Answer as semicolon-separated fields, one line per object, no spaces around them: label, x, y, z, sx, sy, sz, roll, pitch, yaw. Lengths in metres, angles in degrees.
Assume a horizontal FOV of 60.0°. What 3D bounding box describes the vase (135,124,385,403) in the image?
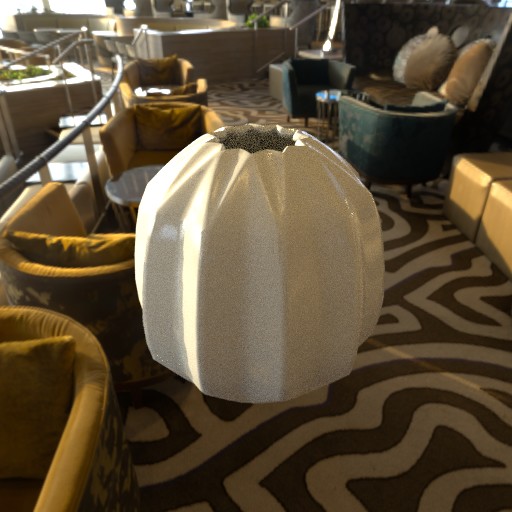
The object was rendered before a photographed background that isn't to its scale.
vase;0.000;0.000;0.248;0.139;0.134;0.139;0;31;0
